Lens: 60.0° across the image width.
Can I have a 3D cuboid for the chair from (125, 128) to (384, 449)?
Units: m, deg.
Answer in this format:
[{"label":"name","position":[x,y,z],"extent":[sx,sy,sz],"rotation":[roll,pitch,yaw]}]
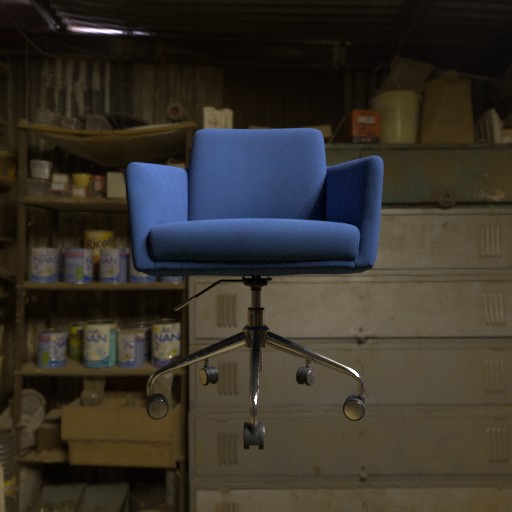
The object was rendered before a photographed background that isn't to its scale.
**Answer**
[{"label":"chair","position":[0.000,0.000,1.308],"extent":[0.641,0.908,0.635],"rotation":[0,0,1]}]
